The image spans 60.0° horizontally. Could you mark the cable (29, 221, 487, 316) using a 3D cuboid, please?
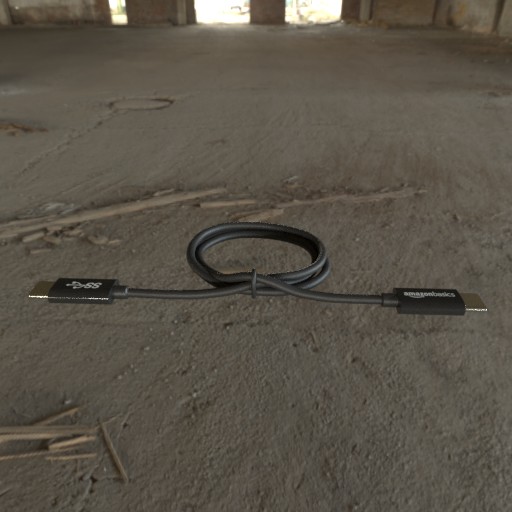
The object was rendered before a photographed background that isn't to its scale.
[{"bbox_3d":[0.000,0.000,0.206,0.186,0.014,0.070,1,30,2],"label":"cable"}]
